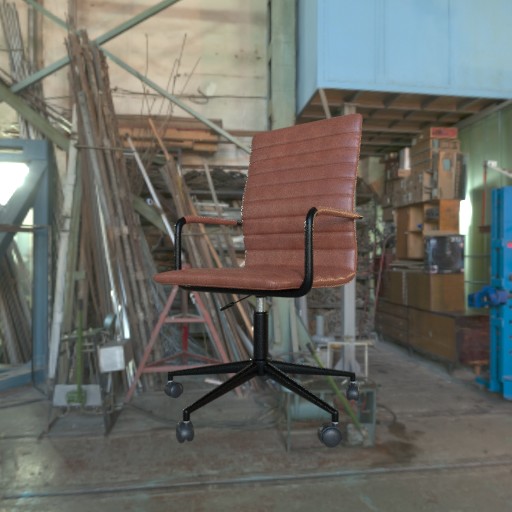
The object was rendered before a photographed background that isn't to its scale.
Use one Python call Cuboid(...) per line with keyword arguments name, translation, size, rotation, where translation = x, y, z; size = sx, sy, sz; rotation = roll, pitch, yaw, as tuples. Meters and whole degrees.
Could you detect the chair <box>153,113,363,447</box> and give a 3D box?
Cuboid(name="chair", translation=(0.000, 0.000, 1.254), size=(0.600, 0.878, 0.578), rotation=(0, 0, 37))
